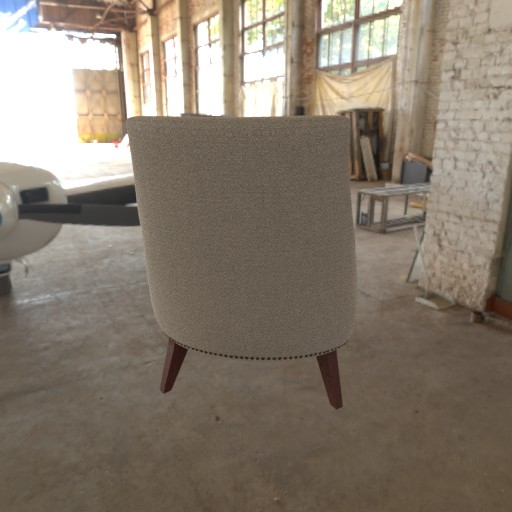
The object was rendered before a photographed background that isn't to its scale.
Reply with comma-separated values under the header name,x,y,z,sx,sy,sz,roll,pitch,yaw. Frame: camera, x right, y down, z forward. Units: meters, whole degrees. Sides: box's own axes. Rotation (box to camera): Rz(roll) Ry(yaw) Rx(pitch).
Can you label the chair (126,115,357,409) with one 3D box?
name,x,y,z,sx,sy,sz,roll,pitch,yaw
chair,0.000,0.000,1.524,0.701,0.909,0.861,2,17,8
